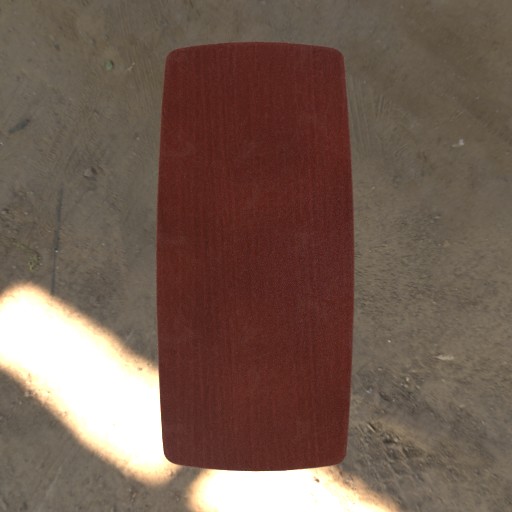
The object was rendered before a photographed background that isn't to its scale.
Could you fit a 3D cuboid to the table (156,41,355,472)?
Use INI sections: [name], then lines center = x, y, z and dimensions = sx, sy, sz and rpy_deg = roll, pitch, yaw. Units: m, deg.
[table]
center = 0.000, 0.000, 1.487
dimensions = 0.561, 0.473, 1.216
rpy_deg = 0, 88, 1
